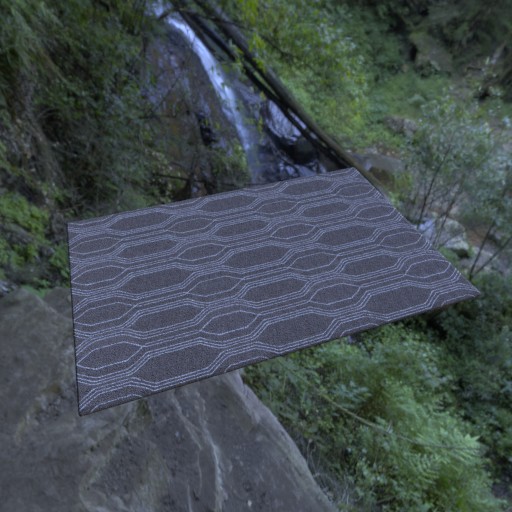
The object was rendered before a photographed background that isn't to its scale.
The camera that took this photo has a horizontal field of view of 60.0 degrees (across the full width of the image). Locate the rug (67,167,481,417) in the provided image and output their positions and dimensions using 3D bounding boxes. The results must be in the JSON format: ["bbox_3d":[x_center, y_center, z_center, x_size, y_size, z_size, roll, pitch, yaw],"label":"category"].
[{"bbox_3d":[0.000,0.000,2.304,1.836,0.012,1.239,-13,44,-15],"label":"rug"}]
